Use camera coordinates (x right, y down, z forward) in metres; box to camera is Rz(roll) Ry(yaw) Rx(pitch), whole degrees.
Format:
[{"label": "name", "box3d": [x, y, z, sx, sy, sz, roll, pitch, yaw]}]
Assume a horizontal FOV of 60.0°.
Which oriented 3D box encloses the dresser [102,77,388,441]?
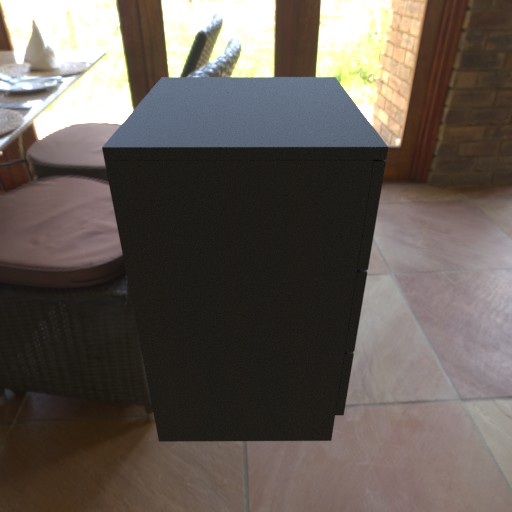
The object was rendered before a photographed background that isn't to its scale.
[{"label": "dresser", "box3d": [0.000, 0.000, 0.835, 0.360, 0.560, 0.400, 0, 33, 0]}]
